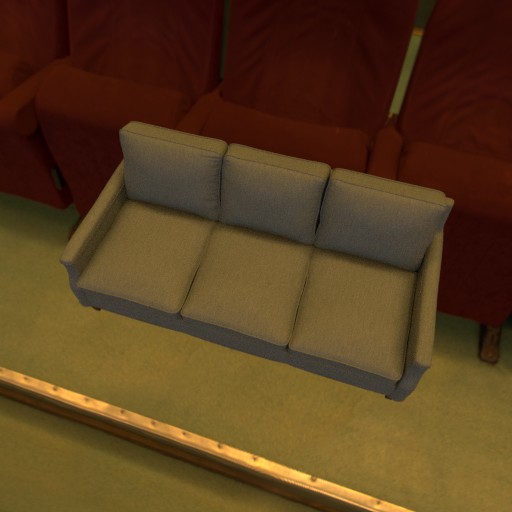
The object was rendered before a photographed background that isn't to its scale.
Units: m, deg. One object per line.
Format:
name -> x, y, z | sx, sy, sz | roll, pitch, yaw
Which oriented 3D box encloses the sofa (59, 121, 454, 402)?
sofa -> 0.000, 0.000, 2.857 | 2.246, 1.003, 1.084 | 15, 60, 9
